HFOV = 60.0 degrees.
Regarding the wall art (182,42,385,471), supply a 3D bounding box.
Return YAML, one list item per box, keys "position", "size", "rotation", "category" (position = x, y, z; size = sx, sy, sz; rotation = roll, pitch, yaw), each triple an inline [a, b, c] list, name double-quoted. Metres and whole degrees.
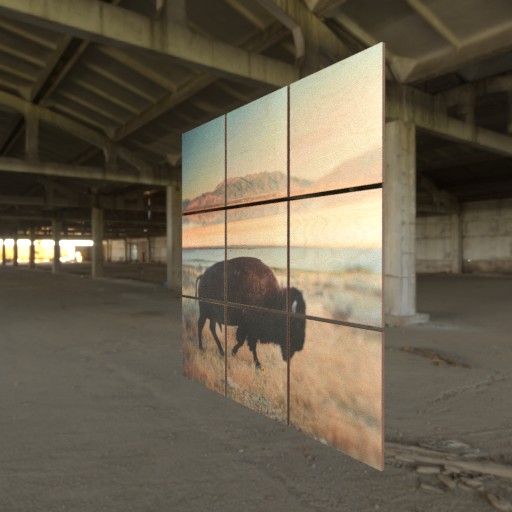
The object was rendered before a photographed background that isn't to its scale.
- position: [0.000, 0.000, 1.751]
  size: [0.019, 1.218, 1.221]
  rotation: [0, 1, -37]
  category: "wall art"
